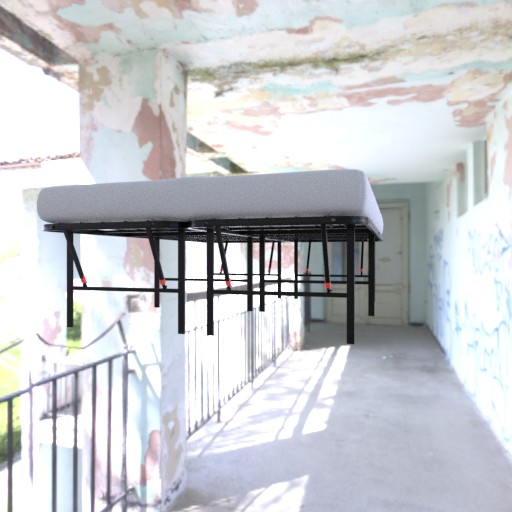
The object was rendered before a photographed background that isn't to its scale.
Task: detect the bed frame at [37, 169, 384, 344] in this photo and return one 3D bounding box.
[{"bbox_3d":[0.000,0.000,2.560,1.372,0.637,1.905,0,0,18],"label":"bed frame"}]
